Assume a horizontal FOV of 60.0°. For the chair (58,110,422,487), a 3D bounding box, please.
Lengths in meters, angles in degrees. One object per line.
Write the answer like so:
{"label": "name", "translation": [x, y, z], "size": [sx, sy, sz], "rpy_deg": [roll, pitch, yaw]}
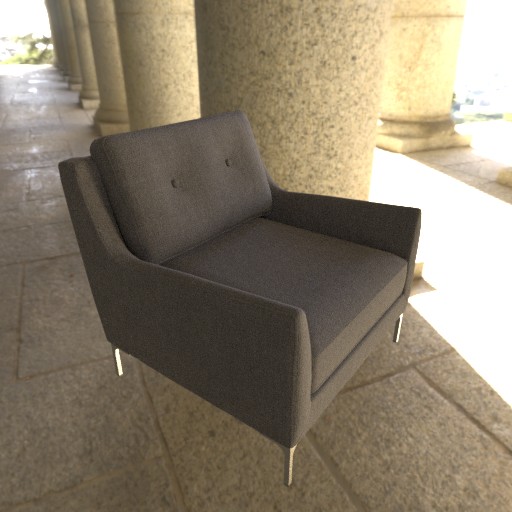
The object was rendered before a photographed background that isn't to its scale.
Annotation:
{"label": "chair", "translation": [0.000, 0.000, 1.505], "size": [0.849, 0.828, 0.847], "rpy_deg": [19, 32, 32]}
